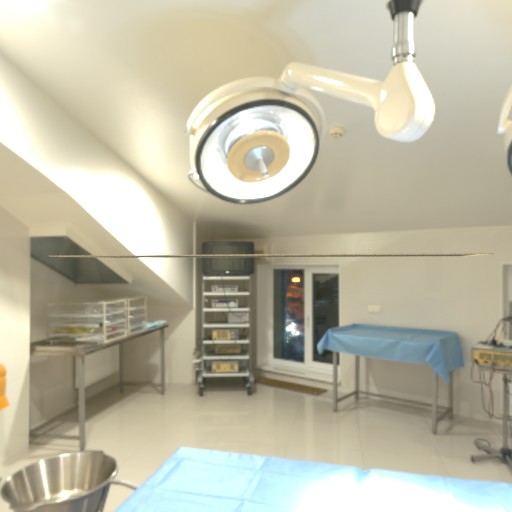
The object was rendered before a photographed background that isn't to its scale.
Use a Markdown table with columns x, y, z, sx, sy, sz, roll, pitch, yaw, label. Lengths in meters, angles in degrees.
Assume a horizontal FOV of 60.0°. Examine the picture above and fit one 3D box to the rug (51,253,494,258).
| x | y | z | sx | sy | sz | roll | pitch | yaw | label |
| --- | --- | --- | --- | --- | --- | --- | --- | --- | --- |
| 0.000 | 0.000 | 2.668 | 2.437 | 0.005 | 0.688 | 0 | -1 | 17 | rug |
